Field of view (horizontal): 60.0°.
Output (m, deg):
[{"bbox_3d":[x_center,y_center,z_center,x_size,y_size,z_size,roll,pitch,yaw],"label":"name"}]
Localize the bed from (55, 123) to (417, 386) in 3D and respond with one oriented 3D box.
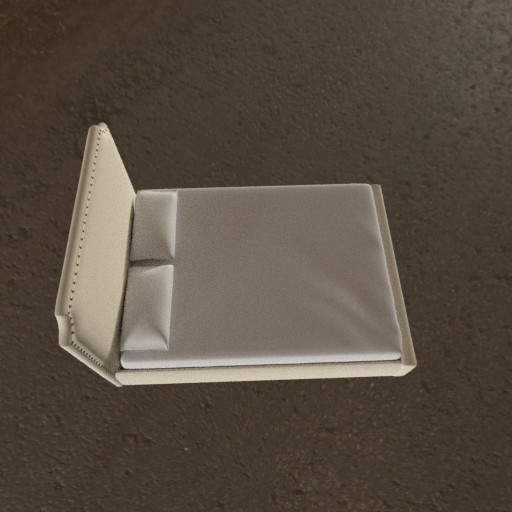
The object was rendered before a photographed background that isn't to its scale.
[{"bbox_3d":[0.000,0.000,3.459,2.372,1.443,1.712,-2,62,-1],"label":"bed"}]
